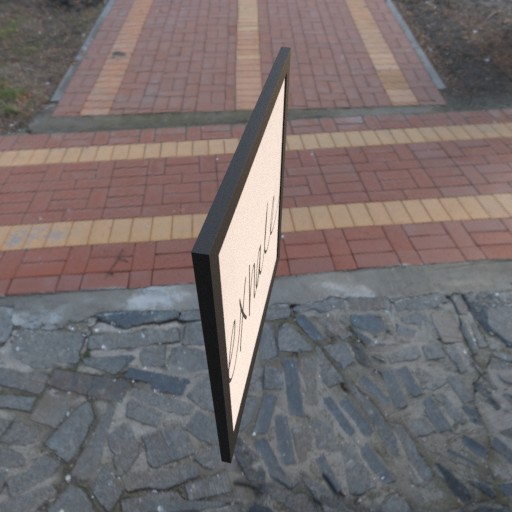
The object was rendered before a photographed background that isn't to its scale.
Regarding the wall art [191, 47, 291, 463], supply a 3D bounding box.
[{"bbox_3d":[0.000,0.000,0.533,0.012,0.357,0.358,8,46,8],"label":"wall art"}]
